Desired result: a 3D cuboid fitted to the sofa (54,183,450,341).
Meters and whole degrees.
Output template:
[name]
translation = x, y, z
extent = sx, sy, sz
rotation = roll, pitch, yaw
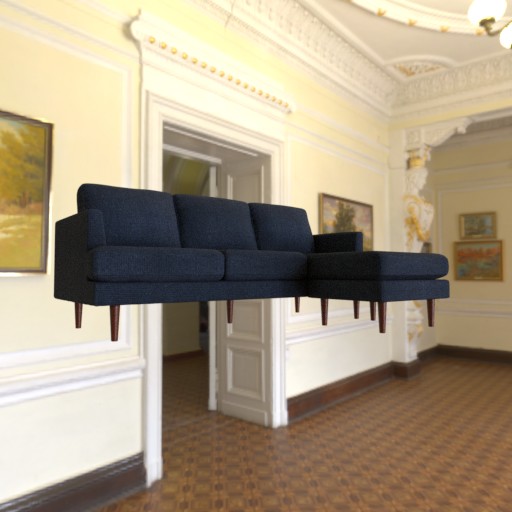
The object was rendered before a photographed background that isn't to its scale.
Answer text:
[sofa]
translation = 0.000, 0.000, 2.981
extent = 2.233, 0.956, 1.504
rotation = 2, -3, -37
